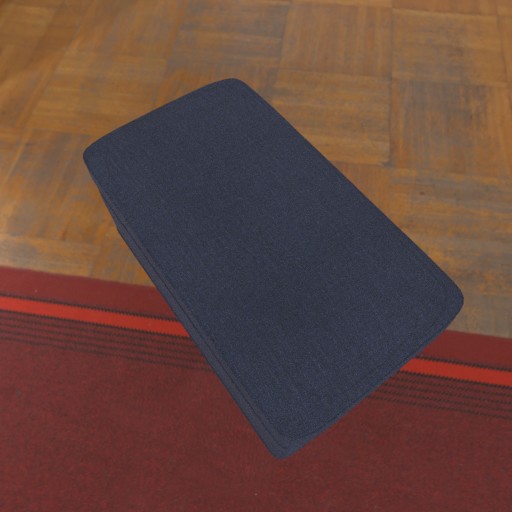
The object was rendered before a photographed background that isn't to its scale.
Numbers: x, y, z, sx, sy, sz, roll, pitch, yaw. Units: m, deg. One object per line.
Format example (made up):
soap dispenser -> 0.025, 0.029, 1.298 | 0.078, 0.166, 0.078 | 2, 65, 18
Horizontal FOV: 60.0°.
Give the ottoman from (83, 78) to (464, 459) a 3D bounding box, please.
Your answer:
ottoman -> 0.000, 0.000, 1.193 | 0.505, 0.453, 0.895 | -33, 67, -16
